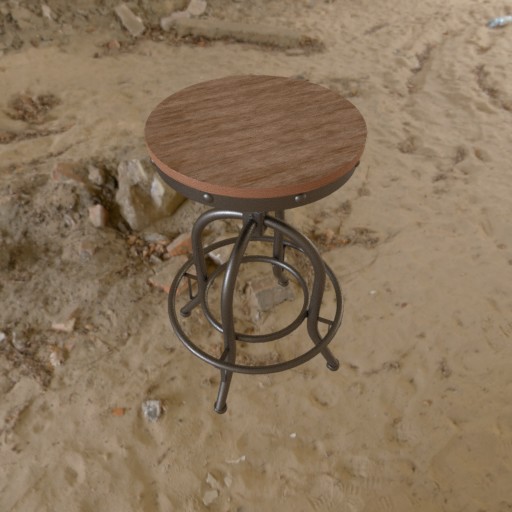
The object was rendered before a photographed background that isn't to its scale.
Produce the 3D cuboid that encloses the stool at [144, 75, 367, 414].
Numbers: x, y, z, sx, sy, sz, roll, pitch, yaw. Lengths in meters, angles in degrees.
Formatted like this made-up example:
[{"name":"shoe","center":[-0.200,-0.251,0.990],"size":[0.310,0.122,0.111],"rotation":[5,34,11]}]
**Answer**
[{"name":"stool","center":[0.000,0.000,0.921],"size":[0.439,0.609,0.439],"rotation":[17,48,16]}]
